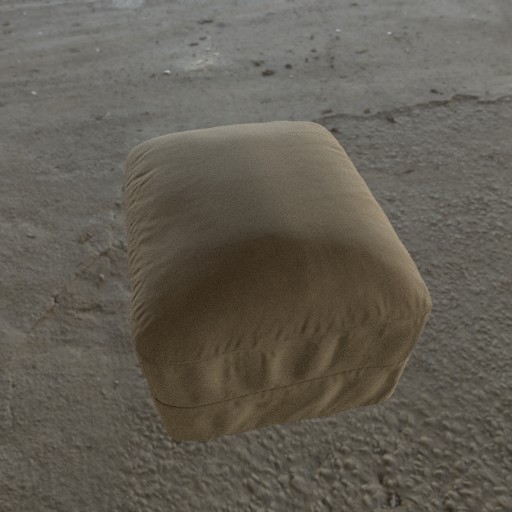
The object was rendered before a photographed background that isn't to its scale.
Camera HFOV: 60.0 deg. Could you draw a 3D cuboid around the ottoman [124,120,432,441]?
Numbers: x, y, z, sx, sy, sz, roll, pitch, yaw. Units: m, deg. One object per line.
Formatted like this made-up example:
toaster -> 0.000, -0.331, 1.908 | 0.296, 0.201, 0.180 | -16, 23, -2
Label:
ottoman -> 0.000, 0.000, 1.104 | 0.584, 0.480, 0.712 | -10, 48, -9
